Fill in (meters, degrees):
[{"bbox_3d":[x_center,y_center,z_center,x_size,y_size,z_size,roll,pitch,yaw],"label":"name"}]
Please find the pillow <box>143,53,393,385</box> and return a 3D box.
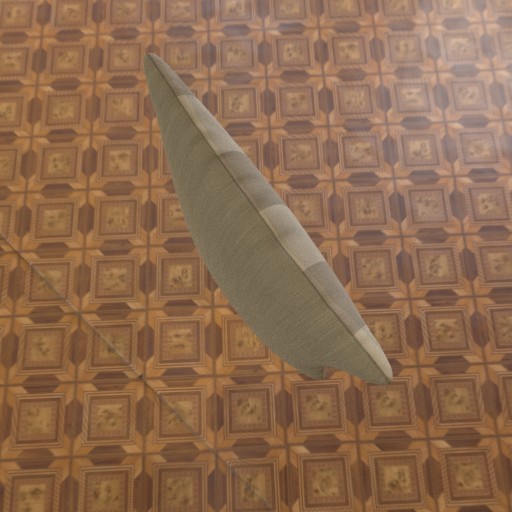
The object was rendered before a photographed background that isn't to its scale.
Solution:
[{"bbox_3d":[0.000,0.000,0.774,0.161,0.509,0.511,-34,77,-8],"label":"pillow"}]
